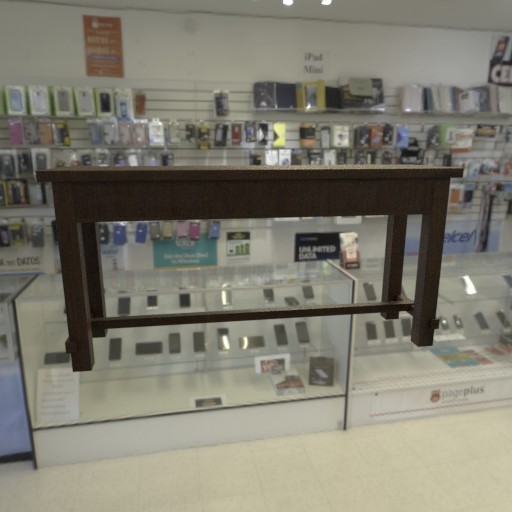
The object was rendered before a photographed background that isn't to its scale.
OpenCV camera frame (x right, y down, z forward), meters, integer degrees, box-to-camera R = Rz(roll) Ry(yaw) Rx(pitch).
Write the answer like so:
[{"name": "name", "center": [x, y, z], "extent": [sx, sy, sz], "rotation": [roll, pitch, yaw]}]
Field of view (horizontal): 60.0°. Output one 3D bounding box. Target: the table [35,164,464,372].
[{"name": "table", "center": [0.000, 0.000, 1.930], "extent": [1.599, 0.762, 0.442], "rotation": [-2, 14, -9]}]
